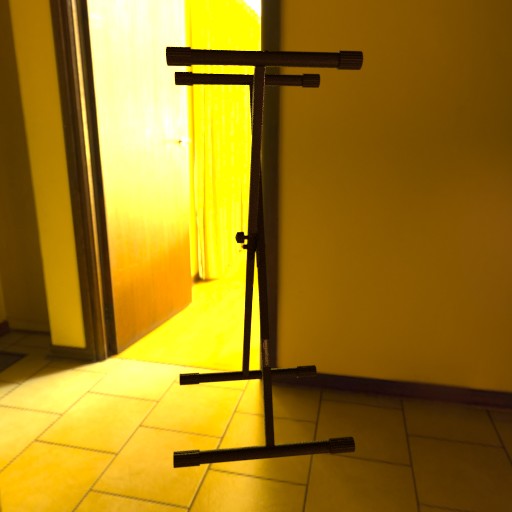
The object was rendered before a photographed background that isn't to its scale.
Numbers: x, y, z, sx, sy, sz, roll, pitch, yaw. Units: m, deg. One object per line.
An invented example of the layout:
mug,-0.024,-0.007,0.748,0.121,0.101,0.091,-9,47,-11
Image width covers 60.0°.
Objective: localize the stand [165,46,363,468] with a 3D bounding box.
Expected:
stand,0.000,0.000,1.159,0.449,0.940,0.409,-2,15,-7
